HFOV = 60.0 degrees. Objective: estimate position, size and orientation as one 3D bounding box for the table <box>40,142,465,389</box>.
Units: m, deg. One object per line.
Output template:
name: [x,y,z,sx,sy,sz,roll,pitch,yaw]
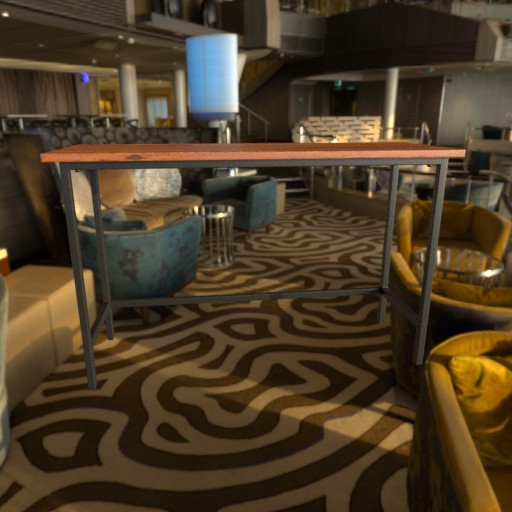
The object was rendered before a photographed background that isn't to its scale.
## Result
table: [0.000,0.000,1.545,1.204,0.740,0.408,-2,18,-7]
